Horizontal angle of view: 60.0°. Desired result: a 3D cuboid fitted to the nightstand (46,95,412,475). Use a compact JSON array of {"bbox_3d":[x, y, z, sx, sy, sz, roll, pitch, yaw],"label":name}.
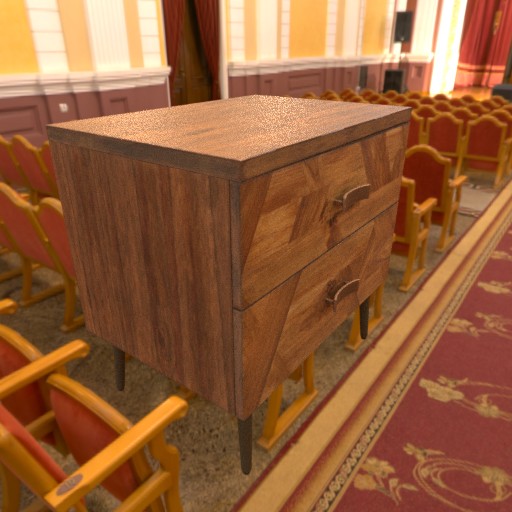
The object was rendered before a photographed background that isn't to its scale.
[{"bbox_3d":[0.000,0.000,0.999,0.458,0.610,0.610,18,31,33],"label":"nightstand"}]
